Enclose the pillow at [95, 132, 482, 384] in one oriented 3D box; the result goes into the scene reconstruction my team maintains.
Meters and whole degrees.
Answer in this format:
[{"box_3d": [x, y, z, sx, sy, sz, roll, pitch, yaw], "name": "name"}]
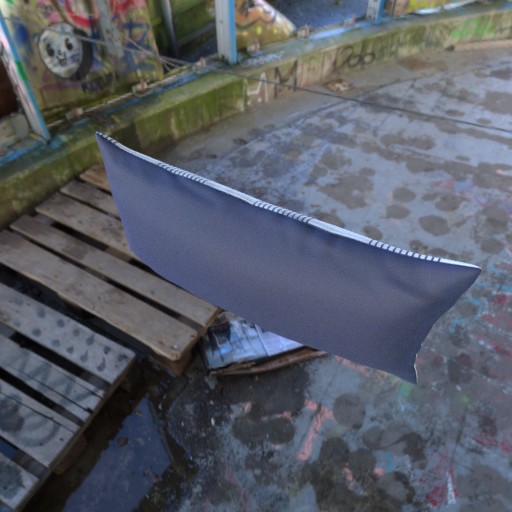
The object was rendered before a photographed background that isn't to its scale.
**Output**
[{"box_3d": [0.000, 0.000, 0.724, 0.610, 0.287, 0.151, 23, 51, 20], "name": "pillow"}]
